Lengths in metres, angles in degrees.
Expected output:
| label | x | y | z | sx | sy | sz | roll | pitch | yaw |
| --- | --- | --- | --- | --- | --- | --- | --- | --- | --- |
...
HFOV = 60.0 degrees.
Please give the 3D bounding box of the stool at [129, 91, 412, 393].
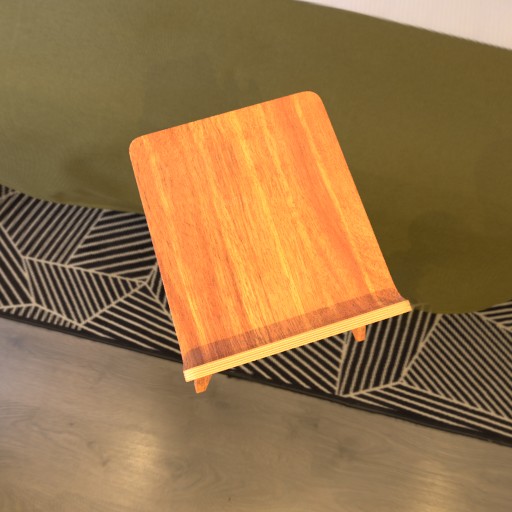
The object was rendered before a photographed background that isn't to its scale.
| label | x | y | z | sx | sy | sz | roll | pitch | yaw |
| --- | --- | --- | --- | --- | --- | --- | --- | --- | --- |
| stool | 0.000 | 0.000 | 0.997 | 0.500 | 0.650 | 0.500 | -17 | 76 | -4 |
